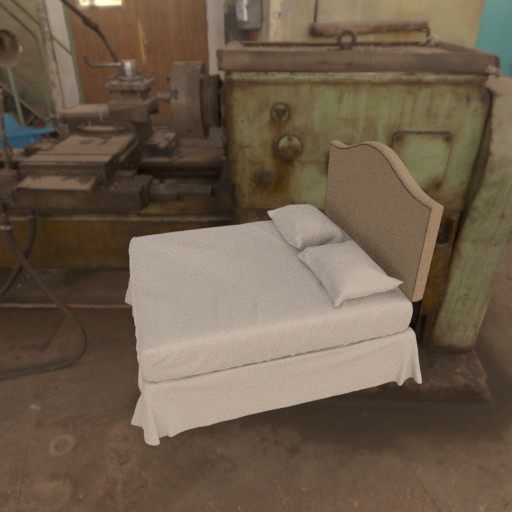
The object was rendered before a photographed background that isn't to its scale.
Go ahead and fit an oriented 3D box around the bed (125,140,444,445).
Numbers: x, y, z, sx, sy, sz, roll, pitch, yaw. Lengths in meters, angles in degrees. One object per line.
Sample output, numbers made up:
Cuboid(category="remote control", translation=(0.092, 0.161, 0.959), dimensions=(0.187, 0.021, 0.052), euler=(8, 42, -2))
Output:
Cuboid(category="bed", translation=(0.000, 0.000, 3.550), dimensions=(2.221, 1.645, 1.876), euler=(-8, 31, -14))
